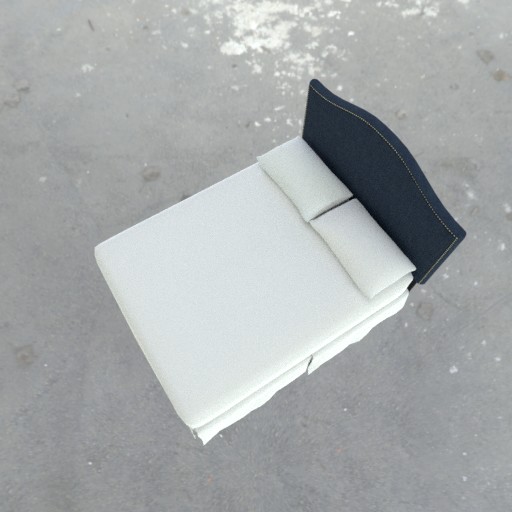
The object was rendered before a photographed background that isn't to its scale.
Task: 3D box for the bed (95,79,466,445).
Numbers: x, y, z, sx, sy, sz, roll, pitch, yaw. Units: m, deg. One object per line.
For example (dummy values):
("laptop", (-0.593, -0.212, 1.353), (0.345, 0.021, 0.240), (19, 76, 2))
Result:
("bed", (0.000, 0.000, 3.364), (2.153, 1.518, 1.725), (-30, 67, -14))
